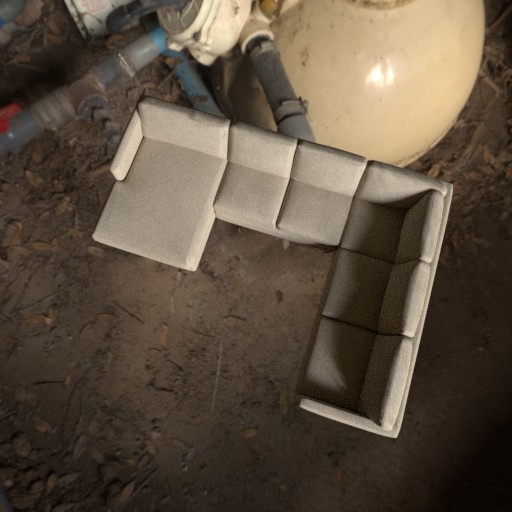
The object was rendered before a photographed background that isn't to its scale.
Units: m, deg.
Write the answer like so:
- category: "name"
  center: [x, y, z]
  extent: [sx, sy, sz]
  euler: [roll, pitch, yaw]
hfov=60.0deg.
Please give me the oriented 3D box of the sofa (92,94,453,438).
- category: "sofa"
  center: [0.000, 0.000, 4.582]
  extent: [3.460, 0.959, 2.593]
  euler: [17, 76, 4]
